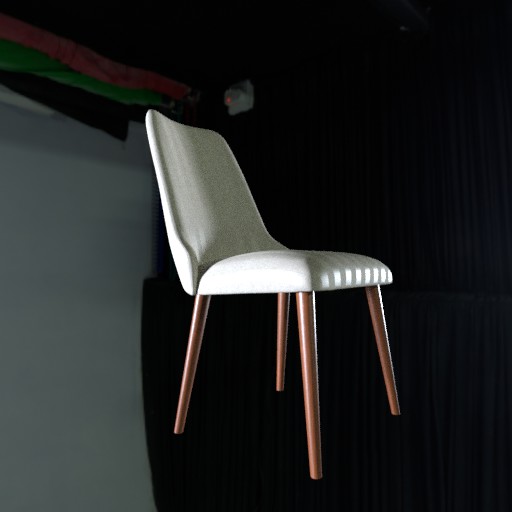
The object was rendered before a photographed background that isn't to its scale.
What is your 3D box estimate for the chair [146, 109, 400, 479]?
[{"bbox_3d":[0.000,0.000,1.304,0.684,0.917,0.526,-1,-1,37],"label":"chair"}]
